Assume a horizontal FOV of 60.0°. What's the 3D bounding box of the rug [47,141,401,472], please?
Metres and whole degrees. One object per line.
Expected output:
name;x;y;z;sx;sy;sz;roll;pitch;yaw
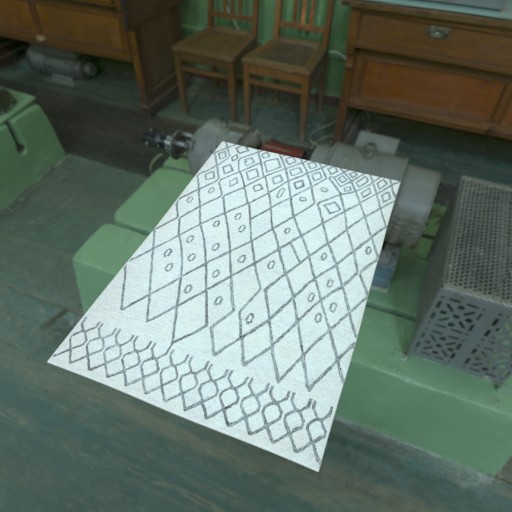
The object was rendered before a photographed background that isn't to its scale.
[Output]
rug;0.000;0.000;2.342;1.222;0.015;1.828;16;50;14
